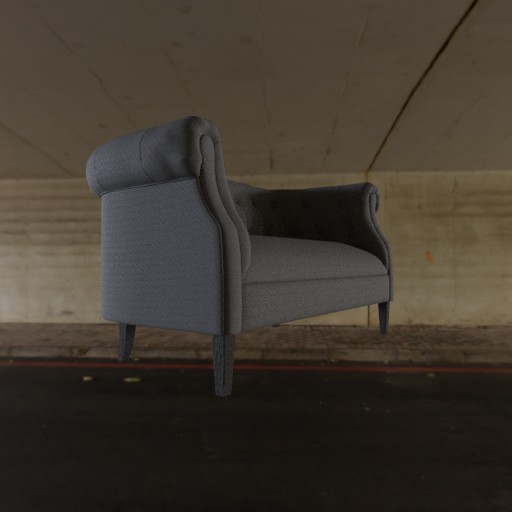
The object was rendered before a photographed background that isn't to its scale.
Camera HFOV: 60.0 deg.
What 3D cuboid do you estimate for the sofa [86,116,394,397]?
[{"bbox_3d":[0.000,0.000,2.048,0.835,0.827,1.558,-1,-1,36],"label":"sofa"}]
